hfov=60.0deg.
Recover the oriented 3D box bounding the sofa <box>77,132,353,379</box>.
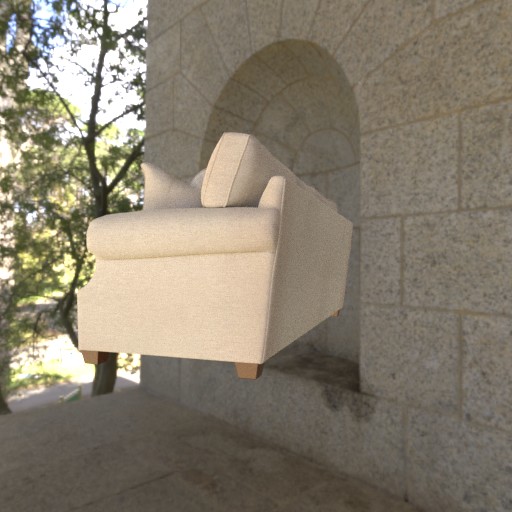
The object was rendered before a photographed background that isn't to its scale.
[{"bbox_3d":[0.000,0.000,2.816,0.965,0.975,2.312,0,-1,19],"label":"sofa"}]
